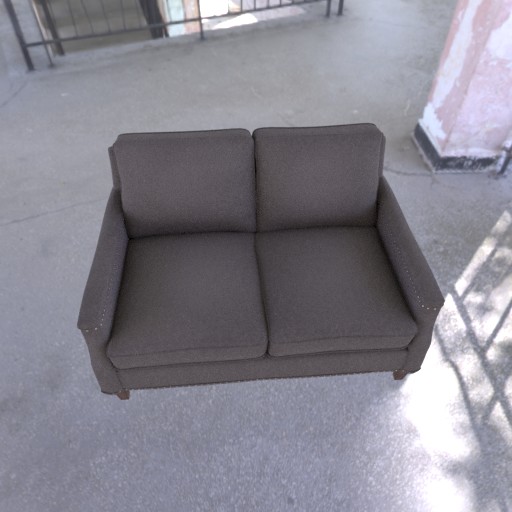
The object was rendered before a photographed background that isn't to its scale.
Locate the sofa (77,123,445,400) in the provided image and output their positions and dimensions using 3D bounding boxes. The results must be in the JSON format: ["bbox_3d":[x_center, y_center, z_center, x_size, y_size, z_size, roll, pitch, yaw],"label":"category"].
[{"bbox_3d":[0.000,0.000,2.294,1.597,1.003,1.084,-3,47,-3],"label":"sofa"}]
